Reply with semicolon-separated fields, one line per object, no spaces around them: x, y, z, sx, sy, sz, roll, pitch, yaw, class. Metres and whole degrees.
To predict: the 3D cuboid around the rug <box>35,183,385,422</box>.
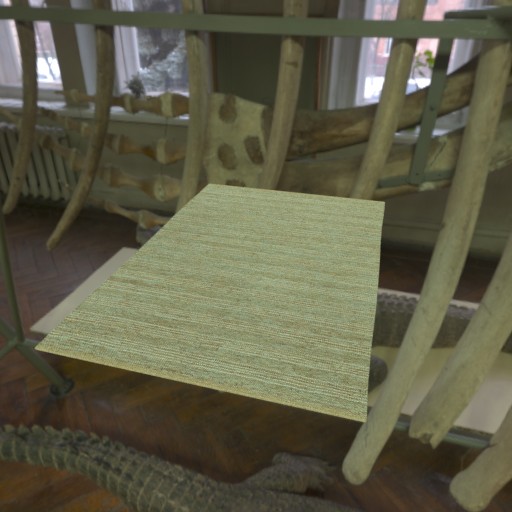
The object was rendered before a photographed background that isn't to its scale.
0.000;0.000;2.296;1.240;0.010;1.824;8;31;14;rug
